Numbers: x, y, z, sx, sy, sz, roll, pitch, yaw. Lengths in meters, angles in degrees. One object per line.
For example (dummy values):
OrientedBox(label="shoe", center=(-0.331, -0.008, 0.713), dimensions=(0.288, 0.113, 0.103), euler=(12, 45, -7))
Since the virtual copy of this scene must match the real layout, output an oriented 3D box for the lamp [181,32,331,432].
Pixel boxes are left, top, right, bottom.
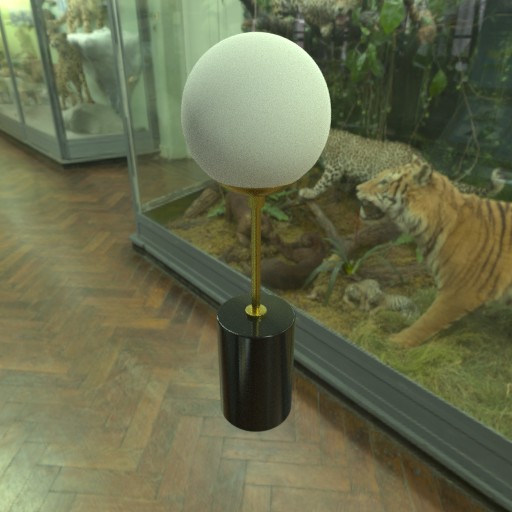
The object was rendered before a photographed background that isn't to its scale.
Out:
OrientedBox(label="lamp", center=(0.000, 0.000, 0.533), dimensions=(0.153, 0.480, 0.153), euler=(0, 27, 0))
